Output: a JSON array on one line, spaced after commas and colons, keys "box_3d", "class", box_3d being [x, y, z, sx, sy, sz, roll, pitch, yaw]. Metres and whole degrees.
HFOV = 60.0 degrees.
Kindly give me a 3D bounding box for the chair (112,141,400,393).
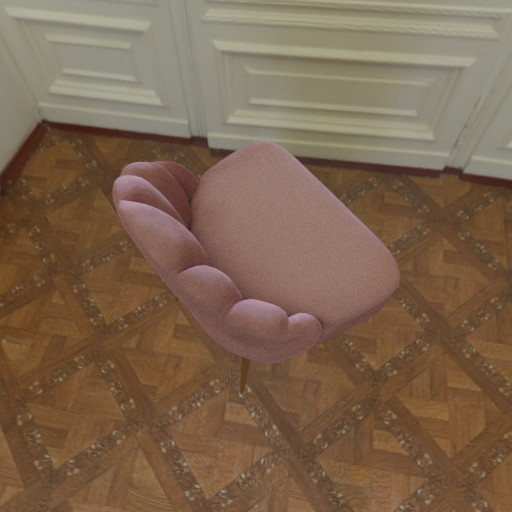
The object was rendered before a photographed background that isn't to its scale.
[{"box_3d": [0.000, 0.000, 1.287, 0.599, 0.819, 0.657, -33, 66, -17], "class": "chair"}]
